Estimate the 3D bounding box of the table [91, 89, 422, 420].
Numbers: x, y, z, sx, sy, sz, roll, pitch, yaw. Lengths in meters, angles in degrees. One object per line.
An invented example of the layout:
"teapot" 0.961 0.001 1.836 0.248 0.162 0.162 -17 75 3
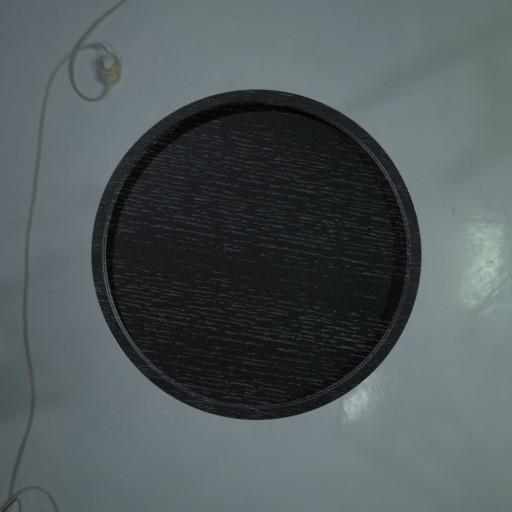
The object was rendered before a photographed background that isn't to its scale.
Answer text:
"table" 0.000 0.000 0.763 0.399 0.460 0.399 0 89 0
